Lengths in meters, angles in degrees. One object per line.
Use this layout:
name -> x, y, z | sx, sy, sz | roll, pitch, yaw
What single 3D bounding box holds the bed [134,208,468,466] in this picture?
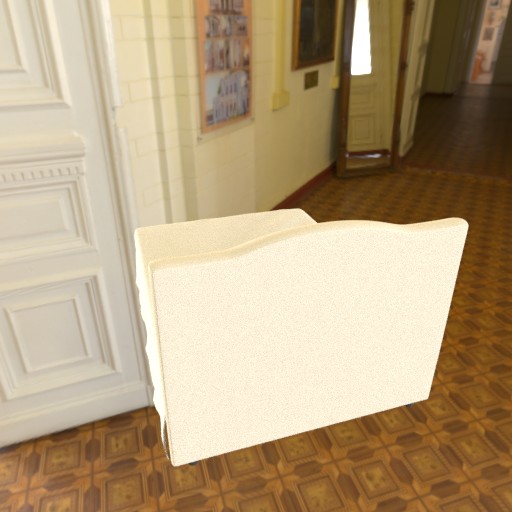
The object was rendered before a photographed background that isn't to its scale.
bed -> 0.000, 0.000, 3.409 | 1.821, 1.436, 2.282 | -8, 29, -16
